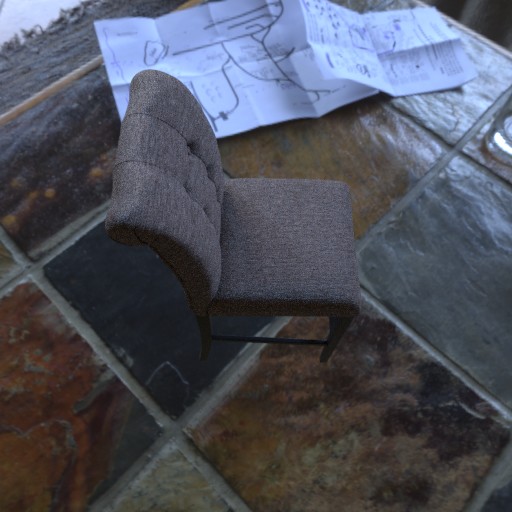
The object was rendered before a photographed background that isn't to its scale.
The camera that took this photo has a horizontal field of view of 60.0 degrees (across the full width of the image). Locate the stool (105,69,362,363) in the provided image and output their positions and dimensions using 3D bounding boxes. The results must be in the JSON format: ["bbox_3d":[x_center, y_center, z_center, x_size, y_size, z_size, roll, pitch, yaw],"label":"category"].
[{"bbox_3d":[0.000,0.000,1.442,0.613,1.131,0.452,0,63,0],"label":"stool"}]
